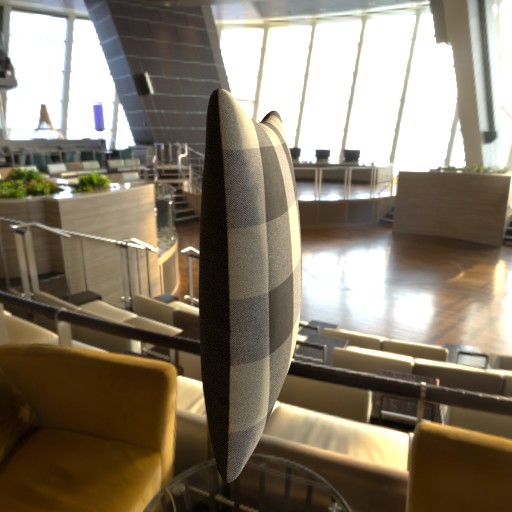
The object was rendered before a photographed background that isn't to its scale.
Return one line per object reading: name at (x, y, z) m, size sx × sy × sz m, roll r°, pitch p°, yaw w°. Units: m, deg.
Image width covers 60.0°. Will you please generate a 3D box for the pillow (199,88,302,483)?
pillow at (0.000, 0.000, 0.777) m, size 0.161 × 0.509 × 0.511 m, roll 2°, pitch 16°, yaw 9°
